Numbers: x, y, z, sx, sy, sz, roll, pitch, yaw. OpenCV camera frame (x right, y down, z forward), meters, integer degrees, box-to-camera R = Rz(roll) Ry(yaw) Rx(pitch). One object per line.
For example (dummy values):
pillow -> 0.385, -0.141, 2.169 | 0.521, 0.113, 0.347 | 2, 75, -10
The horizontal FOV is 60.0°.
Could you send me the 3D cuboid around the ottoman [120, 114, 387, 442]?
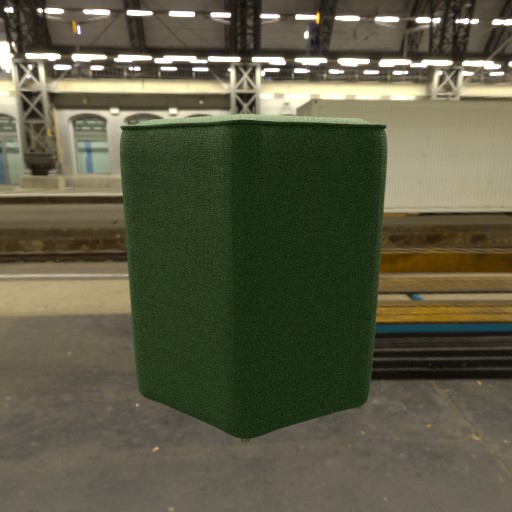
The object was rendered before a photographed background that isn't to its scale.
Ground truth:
ottoman -> 0.000, 0.000, 0.880 | 0.499, 0.507, 0.444 | -6, 14, -25
